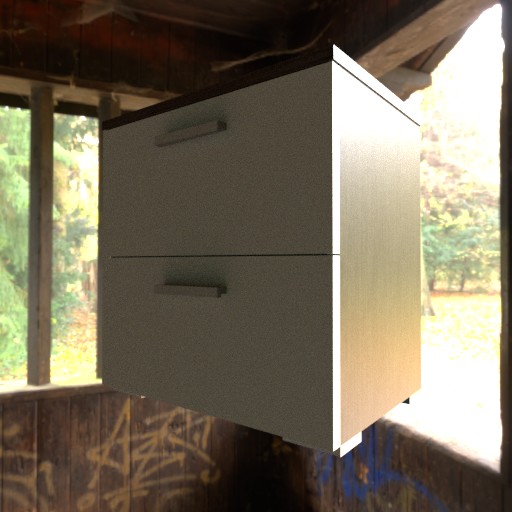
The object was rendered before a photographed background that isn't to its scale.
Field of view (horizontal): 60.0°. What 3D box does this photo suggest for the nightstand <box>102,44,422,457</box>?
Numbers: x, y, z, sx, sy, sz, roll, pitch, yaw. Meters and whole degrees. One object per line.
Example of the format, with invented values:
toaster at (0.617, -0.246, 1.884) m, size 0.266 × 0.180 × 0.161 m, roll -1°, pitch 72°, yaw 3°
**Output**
nightstand at (0.000, 0.000, 0.736) m, size 0.441 × 0.460 × 0.325 m, roll -1°, pitch -1°, yaw 38°
